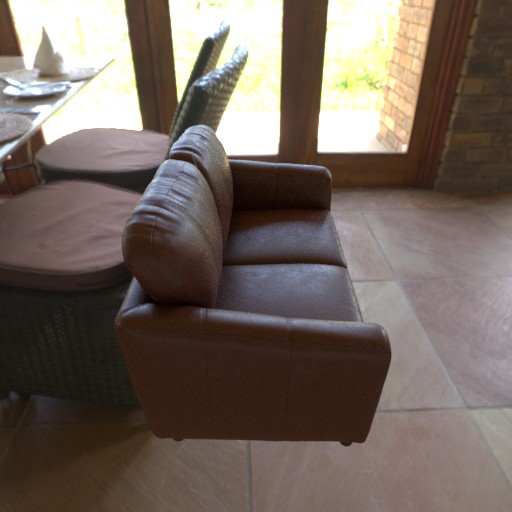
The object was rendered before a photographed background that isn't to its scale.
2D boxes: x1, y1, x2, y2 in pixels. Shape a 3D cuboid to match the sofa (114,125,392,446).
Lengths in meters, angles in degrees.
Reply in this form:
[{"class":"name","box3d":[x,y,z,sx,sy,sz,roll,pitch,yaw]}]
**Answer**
[{"class":"sofa","box3d":[0.000,0.000,1.897,0.805,0.906,1.406,0,32,0]}]
